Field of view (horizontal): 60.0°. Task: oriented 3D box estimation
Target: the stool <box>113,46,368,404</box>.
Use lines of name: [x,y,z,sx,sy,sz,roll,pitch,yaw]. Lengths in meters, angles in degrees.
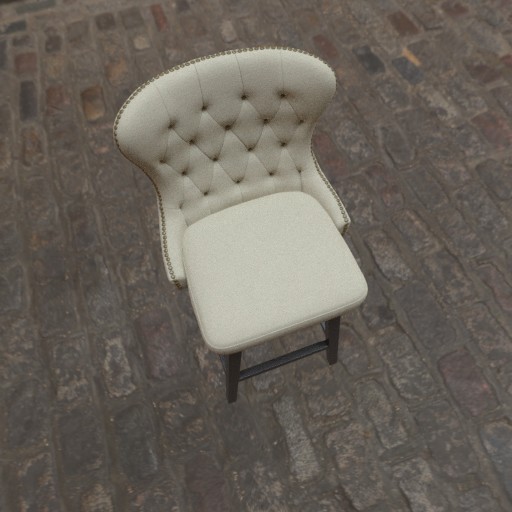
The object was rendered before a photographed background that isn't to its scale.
stool: [0.000,0.000,1.309,0.528,0.971,0.593,-18,65,-9]
